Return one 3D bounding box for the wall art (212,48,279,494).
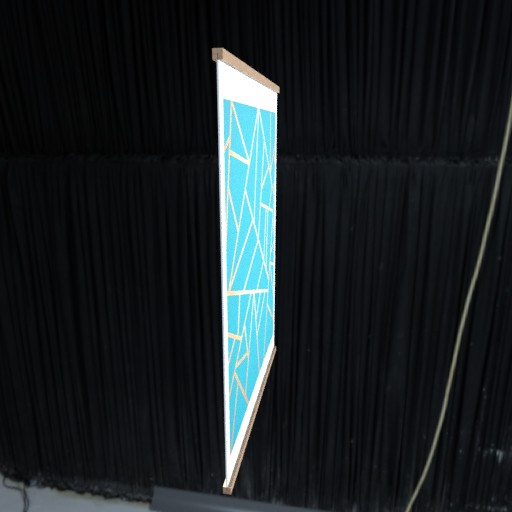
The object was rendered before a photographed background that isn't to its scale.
[{"bbox_3d":[0.000,0.000,0.793,0.012,0.608,0.459,3,16,10],"label":"wall art"}]
